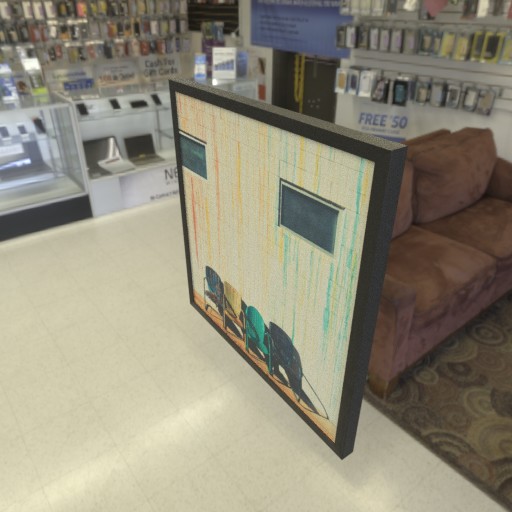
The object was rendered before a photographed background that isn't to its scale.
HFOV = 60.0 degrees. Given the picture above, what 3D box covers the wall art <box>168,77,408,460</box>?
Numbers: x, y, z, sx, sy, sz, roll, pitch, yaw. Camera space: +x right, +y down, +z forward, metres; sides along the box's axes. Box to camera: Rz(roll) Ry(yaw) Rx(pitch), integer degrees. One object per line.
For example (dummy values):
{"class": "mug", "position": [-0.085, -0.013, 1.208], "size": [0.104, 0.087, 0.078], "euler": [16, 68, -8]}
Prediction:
{"class": "wall art", "position": [0.000, 0.000, 1.145], "size": [0.039, 0.763, 0.763], "euler": [-20, 37, -30]}
